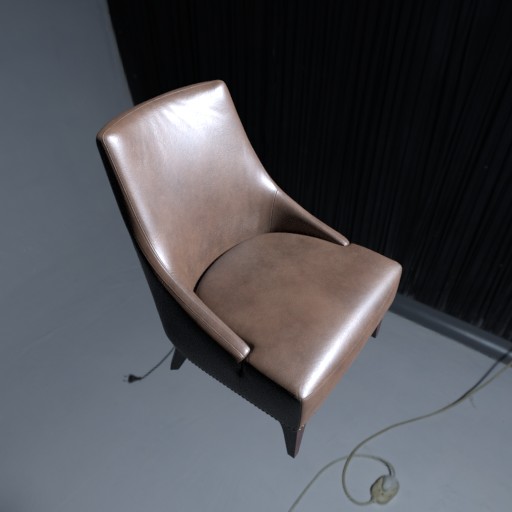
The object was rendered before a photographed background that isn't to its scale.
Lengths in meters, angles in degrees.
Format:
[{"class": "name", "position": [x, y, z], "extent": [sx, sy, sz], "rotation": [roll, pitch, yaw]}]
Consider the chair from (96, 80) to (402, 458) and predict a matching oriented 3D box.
[{"class": "chair", "position": [0.000, 0.000, 1.528], "extent": [0.861, 0.909, 0.701], "rotation": [26, 47, 27]}]
